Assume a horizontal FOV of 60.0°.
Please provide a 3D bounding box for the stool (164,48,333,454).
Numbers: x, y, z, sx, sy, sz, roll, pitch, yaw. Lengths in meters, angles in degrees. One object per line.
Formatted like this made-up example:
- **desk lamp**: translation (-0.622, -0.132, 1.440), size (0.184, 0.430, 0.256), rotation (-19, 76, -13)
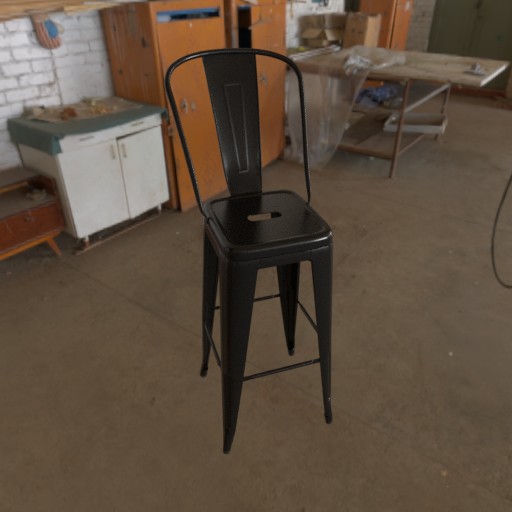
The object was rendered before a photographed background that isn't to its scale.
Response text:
- **stool**: translation (0.000, 0.000, 1.348), size (0.399, 1.096, 0.513), rotation (-10, 33, -15)
